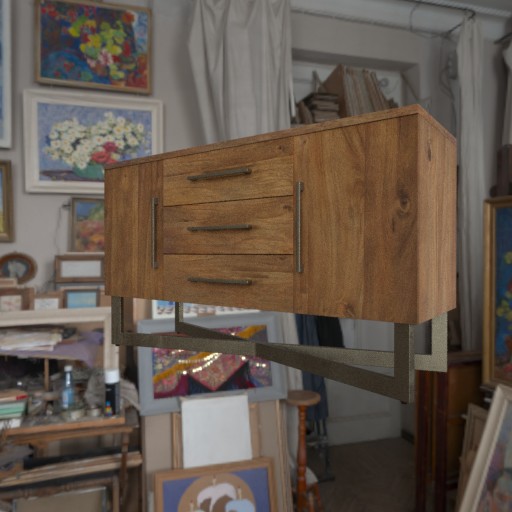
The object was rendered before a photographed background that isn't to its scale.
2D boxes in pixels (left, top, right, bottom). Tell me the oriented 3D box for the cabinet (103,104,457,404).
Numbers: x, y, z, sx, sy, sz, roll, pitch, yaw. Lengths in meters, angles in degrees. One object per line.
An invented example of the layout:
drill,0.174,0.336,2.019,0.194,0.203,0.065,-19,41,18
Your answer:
cabinet,0.000,0.000,1.751,1.373,0.812,0.480,0,1,36
